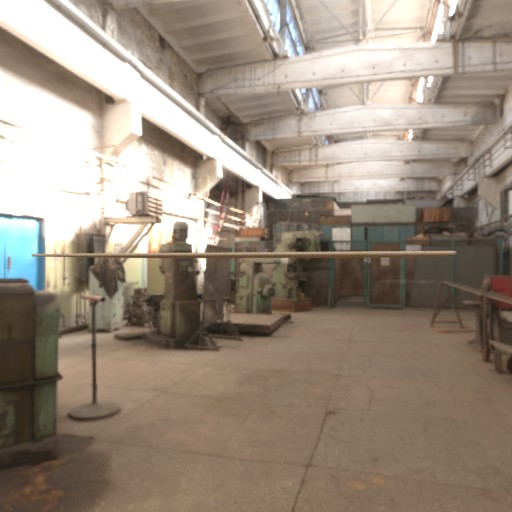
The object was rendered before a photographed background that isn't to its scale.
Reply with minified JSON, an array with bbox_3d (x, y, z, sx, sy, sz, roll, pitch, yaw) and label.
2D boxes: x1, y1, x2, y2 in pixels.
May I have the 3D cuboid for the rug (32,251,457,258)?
[{"bbox_3d":[0.000,0.000,2.382,1.848,0.014,1.238,0,-1,18],"label":"rug"}]
